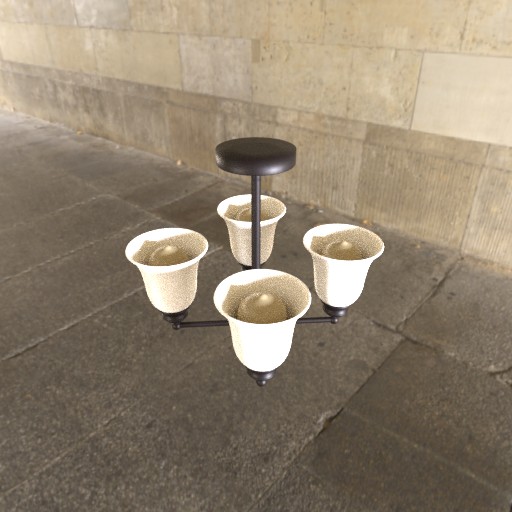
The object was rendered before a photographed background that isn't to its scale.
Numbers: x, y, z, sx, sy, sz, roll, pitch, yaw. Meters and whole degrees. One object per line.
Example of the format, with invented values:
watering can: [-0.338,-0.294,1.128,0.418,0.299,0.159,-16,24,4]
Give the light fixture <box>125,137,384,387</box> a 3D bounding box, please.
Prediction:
light fixture: [0.000,0.000,1.876,1.069,0.925,1.069,-2,30,-3]
